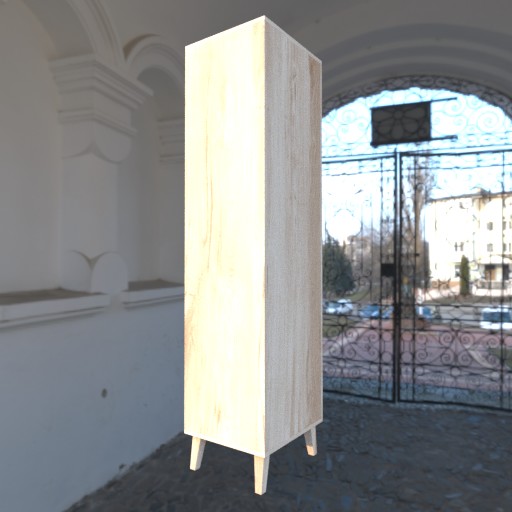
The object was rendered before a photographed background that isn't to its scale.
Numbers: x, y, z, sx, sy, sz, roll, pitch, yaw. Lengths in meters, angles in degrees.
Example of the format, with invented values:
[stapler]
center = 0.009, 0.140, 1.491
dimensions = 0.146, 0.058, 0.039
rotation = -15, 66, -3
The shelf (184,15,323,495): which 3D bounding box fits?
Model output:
[shelf]
center = 0.000, 0.000, 2.137
dimensions = 0.450, 1.960, 0.510
rotation = -1, -1, 36
